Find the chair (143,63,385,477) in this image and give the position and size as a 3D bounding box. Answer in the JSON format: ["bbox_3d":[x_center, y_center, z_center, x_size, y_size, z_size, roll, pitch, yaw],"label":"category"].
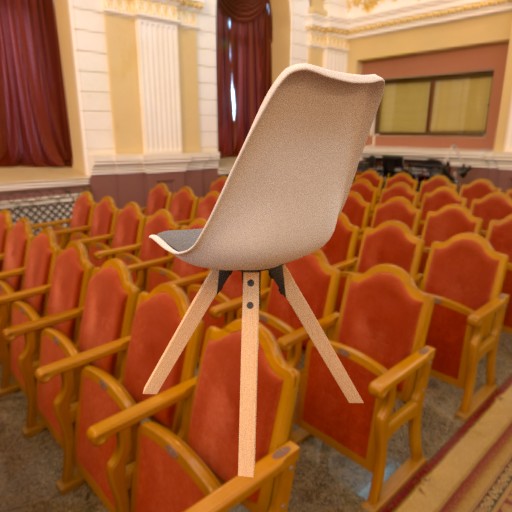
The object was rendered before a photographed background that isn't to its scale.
[{"bbox_3d":[0.000,0.000,1.148,0.485,0.850,0.550,-14,20,-40],"label":"chair"}]
